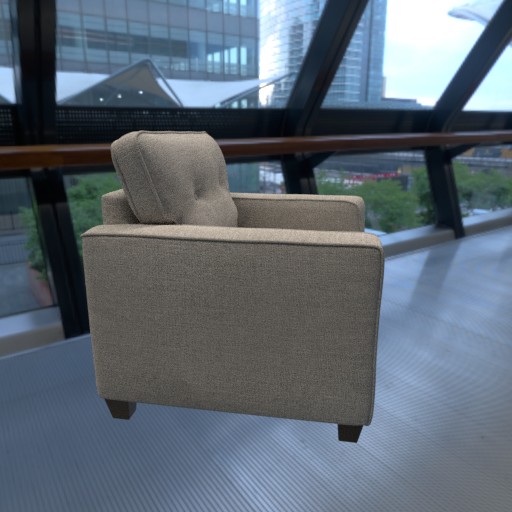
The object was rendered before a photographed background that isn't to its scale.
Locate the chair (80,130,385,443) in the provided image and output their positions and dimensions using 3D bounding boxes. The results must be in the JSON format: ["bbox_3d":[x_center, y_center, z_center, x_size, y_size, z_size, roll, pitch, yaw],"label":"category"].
[{"bbox_3d":[0.000,0.000,1.779,0.939,0.965,1.015,3,16,10],"label":"chair"}]
